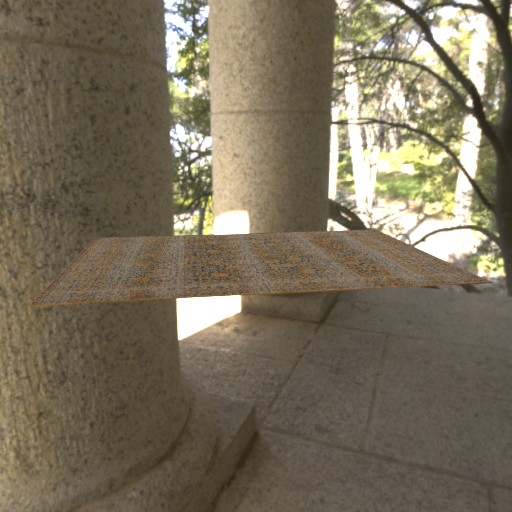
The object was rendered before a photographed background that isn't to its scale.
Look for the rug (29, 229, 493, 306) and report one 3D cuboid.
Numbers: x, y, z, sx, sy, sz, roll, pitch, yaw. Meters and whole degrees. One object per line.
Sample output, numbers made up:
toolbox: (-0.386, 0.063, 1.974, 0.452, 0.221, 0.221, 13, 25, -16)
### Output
rug: (0.000, 0.000, 2.934, 2.336, 0.007, 1.525, -2, 14, -8)
